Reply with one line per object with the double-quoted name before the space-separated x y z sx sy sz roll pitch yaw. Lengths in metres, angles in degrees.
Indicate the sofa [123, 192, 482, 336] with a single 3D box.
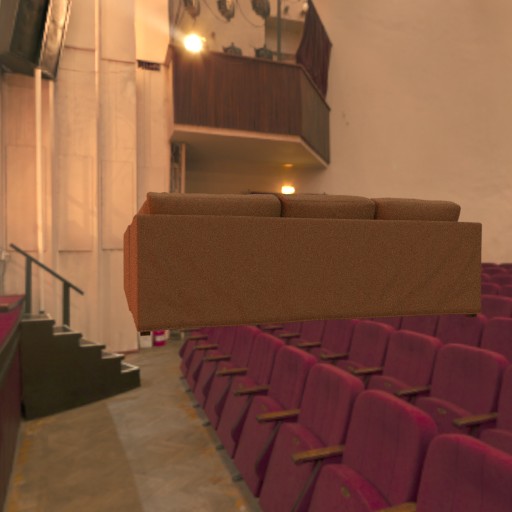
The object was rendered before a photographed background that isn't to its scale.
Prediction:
"sofa" 0.000 0.000 4.333 2.432 0.871 3.182 0 1 -18
